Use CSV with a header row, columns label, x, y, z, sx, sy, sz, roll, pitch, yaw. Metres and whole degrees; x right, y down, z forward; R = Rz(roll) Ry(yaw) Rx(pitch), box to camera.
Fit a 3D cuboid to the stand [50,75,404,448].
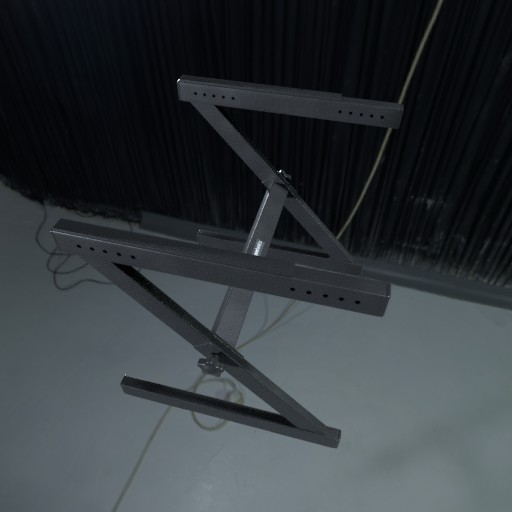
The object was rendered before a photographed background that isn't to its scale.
label,x,y,z,sx,sy,sz,roll,pitch,yaw
stand,0.000,0.000,1.146,0.586,0.617,0.700,11,47,10
